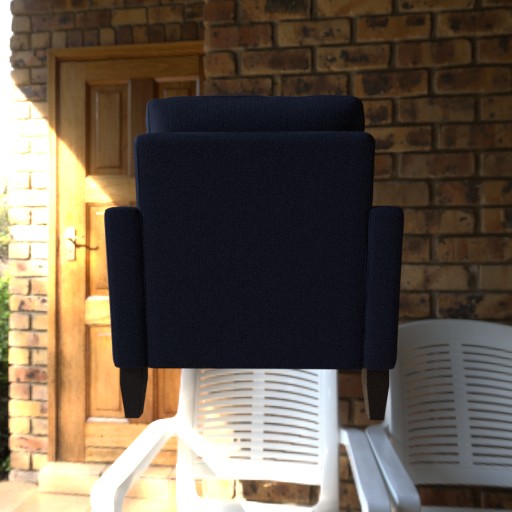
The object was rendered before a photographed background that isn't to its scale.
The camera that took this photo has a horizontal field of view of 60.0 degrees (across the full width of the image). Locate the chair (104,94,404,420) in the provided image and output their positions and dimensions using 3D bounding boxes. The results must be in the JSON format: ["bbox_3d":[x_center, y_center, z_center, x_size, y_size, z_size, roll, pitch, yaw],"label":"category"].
[{"bbox_3d":[0.000,0.000,1.644,0.855,0.991,0.897,0,0,1],"label":"chair"}]
